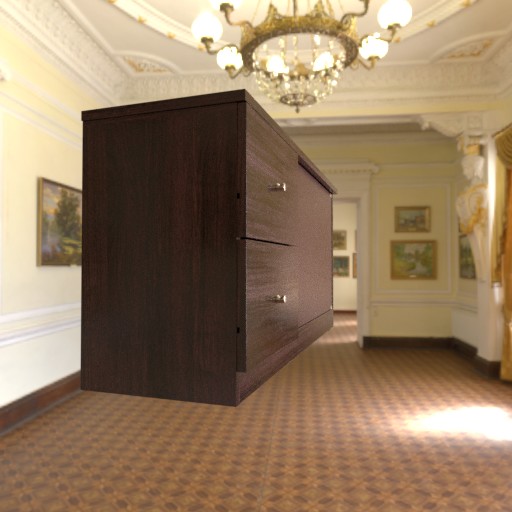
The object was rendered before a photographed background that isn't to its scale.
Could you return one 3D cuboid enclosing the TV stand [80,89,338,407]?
[{"bbox_3d":[0.000,0.000,1.463,0.404,0.614,1.192,0,-1,19],"label":"TV stand"}]
